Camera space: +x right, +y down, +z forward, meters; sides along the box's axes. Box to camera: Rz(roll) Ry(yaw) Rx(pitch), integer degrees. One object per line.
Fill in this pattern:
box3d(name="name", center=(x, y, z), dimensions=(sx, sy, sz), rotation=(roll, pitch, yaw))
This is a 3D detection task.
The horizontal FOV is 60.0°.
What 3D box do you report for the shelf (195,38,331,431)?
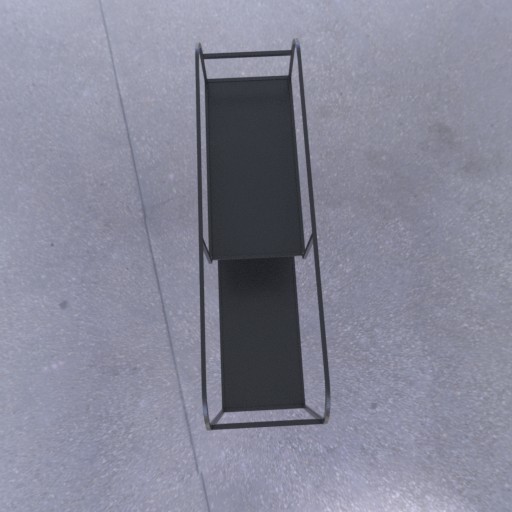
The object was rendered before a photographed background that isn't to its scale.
box3d(name="shelf", center=(0.000, 0.000, 0.902), dimensions=(0.160, 0.600, 0.600), rotation=(-3, 76, -1))
